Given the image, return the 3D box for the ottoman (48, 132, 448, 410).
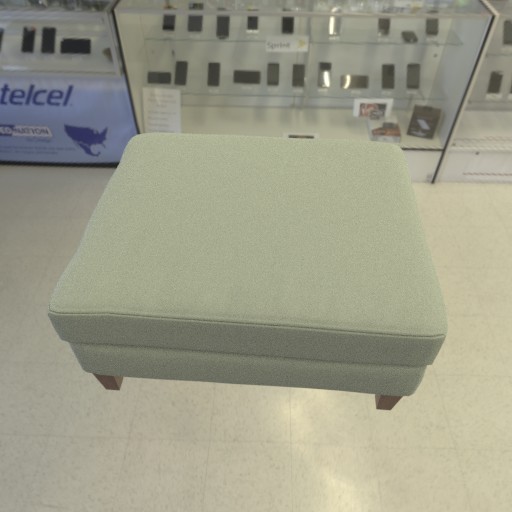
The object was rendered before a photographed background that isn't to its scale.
[{"bbox_3d":[0.000,0.000,1.471,0.991,0.494,0.842,3,47,3],"label":"ottoman"}]
